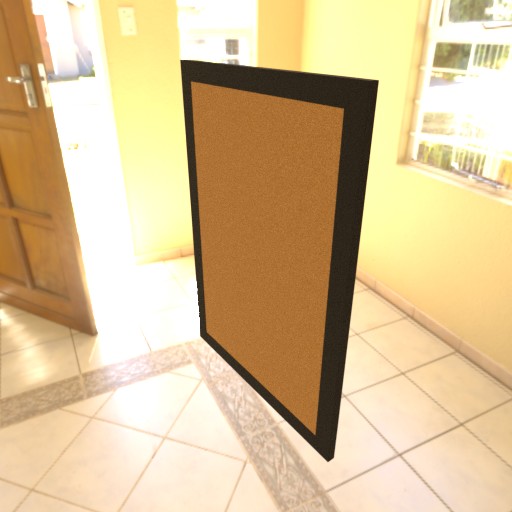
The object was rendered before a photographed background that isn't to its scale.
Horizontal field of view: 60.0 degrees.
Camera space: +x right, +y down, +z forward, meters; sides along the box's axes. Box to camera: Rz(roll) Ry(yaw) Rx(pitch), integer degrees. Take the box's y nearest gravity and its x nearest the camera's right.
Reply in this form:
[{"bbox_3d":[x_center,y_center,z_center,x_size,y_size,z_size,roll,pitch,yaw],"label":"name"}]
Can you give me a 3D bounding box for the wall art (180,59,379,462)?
[{"bbox_3d":[0.000,0.000,0.680,0.013,0.534,0.380,-19,33,-32],"label":"wall art"}]
